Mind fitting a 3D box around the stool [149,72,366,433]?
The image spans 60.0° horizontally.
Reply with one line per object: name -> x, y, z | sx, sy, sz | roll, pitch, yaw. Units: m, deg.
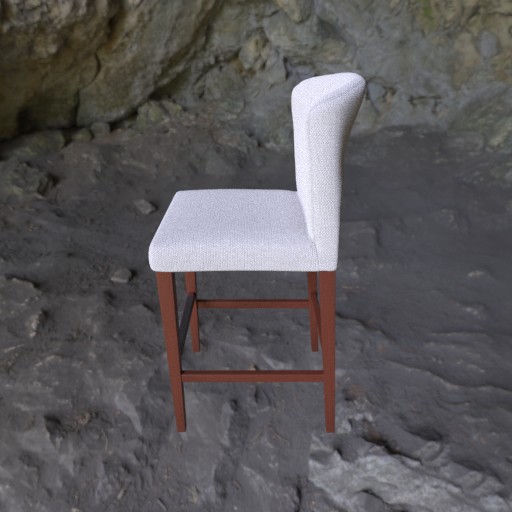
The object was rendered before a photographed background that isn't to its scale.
stool -> 0.000, 0.000, 1.403 | 0.568, 1.069, 0.481 | 0, 26, 0
